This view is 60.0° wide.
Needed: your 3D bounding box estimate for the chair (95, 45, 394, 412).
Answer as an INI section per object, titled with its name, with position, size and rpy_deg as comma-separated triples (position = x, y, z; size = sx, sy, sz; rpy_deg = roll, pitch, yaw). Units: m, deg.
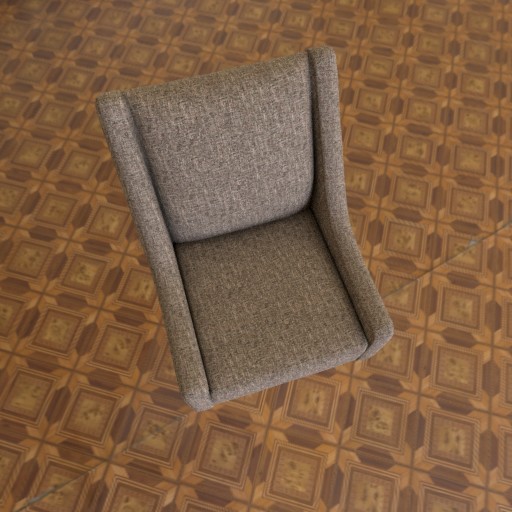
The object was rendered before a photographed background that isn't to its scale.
[chair]
position = 0.000, 0.000, 1.624
size = 0.774, 1.014, 0.870
rpy_deg = -15, 65, -7
